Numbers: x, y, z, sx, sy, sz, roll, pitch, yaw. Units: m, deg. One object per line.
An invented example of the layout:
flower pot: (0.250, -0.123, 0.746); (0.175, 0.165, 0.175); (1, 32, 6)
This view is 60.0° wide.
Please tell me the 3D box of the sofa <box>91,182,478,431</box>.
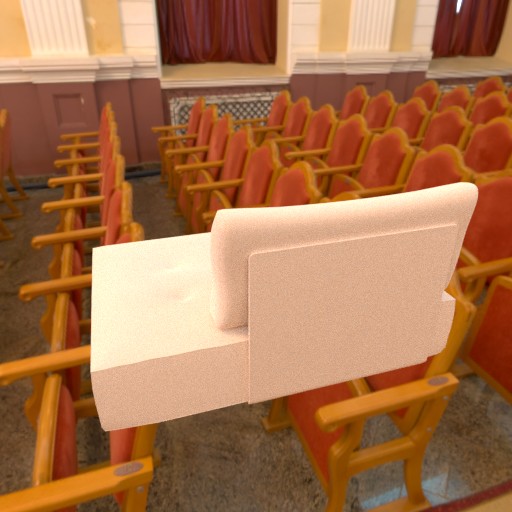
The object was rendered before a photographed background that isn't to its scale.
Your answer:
sofa: (0.000, 0.000, 2.008); (1.450, 0.820, 1.000); (-8, 28, -16)
